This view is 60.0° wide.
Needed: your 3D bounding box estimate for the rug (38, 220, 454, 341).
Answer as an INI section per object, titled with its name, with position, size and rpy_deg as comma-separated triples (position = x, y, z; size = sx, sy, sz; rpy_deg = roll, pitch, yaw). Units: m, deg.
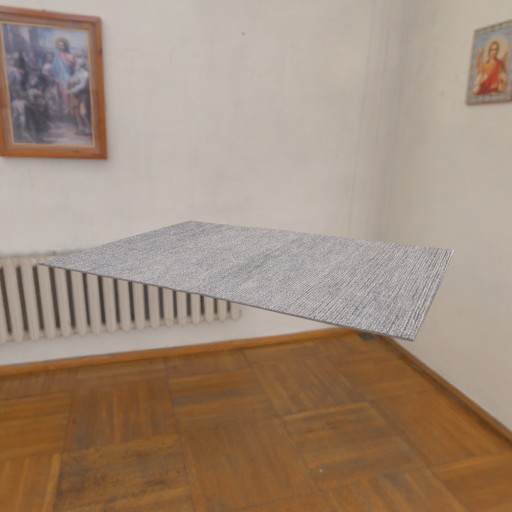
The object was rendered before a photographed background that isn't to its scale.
[rug]
position = 0.000, 0.000, 2.962
size = 2.307, 0.030, 1.604
rpy_deg = 8, 18, 27
